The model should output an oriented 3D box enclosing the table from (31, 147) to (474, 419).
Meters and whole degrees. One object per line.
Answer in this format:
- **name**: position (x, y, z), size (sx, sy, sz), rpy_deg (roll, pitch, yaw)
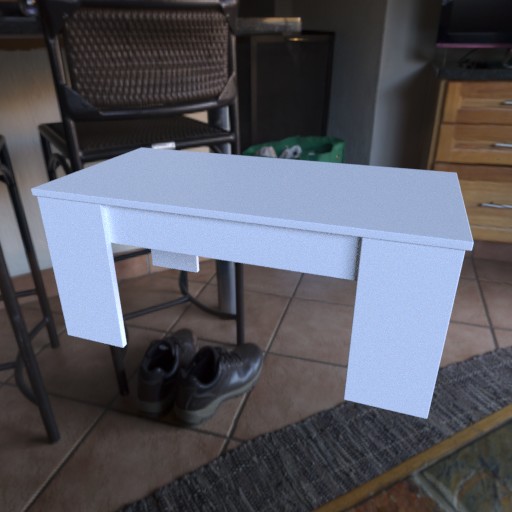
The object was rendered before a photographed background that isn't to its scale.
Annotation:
- **table**: position (0.000, 0.000, 1.252), size (1.000, 0.440, 0.500), rpy_deg (8, 27, 17)
